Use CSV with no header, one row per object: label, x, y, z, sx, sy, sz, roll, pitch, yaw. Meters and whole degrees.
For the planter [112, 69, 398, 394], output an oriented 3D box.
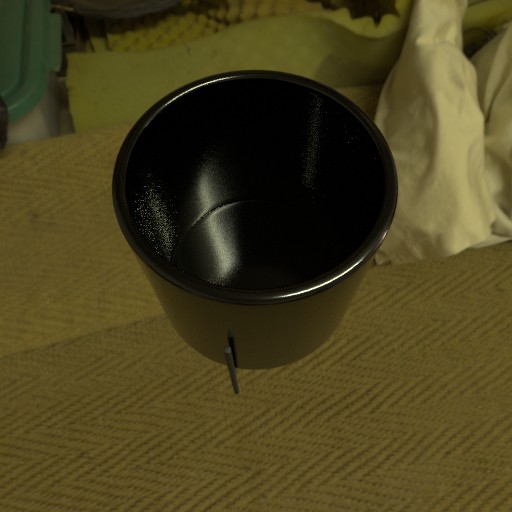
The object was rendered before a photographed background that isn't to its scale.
planter,0.000,0.000,0.659,0.310,0.432,0.310,-30,68,-14
